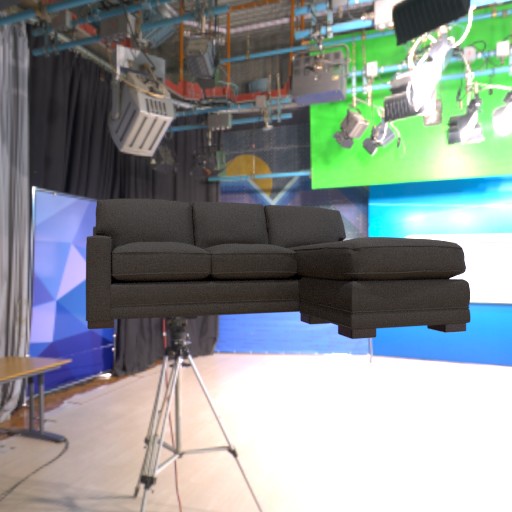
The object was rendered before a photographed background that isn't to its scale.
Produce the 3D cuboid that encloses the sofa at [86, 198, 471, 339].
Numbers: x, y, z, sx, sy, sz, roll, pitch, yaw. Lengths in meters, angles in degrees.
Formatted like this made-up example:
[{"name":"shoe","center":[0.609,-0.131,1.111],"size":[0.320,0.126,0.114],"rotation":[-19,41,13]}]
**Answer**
[{"name":"sofa","center":[0.000,0.000,3.303],"size":[2.370,0.973,1.790],"rotation":[0,0,-18]}]
